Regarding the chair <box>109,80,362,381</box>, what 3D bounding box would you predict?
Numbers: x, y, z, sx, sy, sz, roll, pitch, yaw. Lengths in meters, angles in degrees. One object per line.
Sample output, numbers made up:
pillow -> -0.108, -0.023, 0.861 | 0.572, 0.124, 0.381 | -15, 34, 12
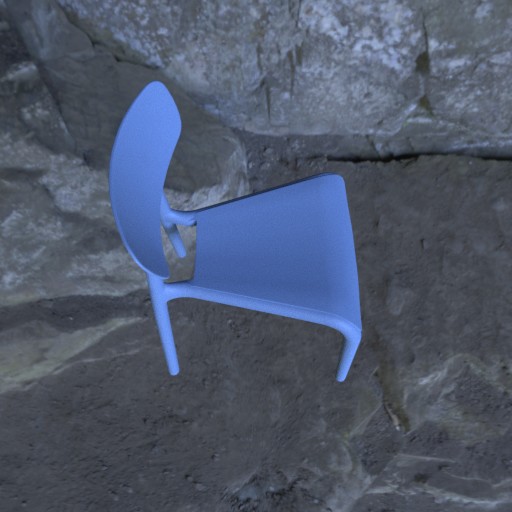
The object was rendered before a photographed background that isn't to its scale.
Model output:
chair -> 0.000, 0.000, 0.816 | 0.401, 0.580, 0.356 | -1, 64, 0
